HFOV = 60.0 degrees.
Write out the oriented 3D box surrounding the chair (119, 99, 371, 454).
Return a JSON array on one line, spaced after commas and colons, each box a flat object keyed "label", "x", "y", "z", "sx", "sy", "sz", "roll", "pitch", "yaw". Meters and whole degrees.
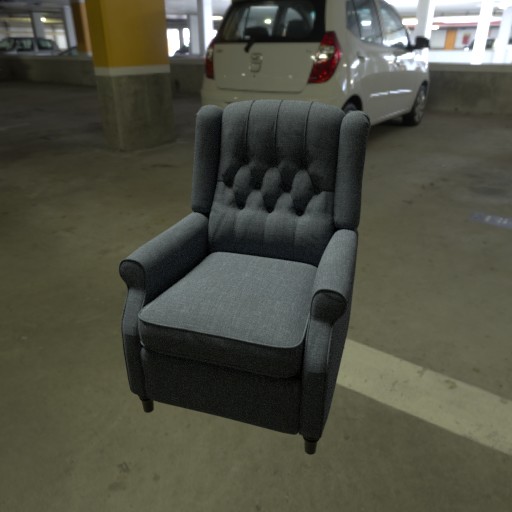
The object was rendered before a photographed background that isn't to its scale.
[{"label": "chair", "x": 0.000, "y": 0.000, "z": 1.645, "sx": 0.742, "sy": 1.035, "sz": 0.898, "roll": 8, "pitch": 27, "yaw": 16}]
